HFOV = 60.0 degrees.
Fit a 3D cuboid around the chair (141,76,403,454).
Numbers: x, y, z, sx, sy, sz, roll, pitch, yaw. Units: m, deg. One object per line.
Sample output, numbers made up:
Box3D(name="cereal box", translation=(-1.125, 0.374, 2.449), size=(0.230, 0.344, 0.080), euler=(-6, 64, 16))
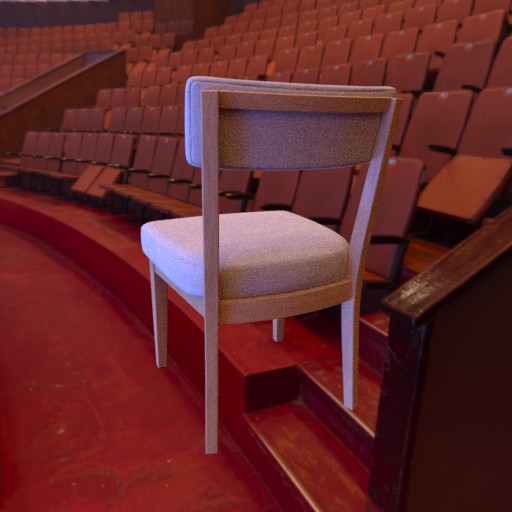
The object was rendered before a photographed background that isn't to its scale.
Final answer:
Box3D(name="chair", translation=(0.000, 0.000, 1.189), size=(0.508, 0.832, 0.572), euler=(-7, 17, -24))
